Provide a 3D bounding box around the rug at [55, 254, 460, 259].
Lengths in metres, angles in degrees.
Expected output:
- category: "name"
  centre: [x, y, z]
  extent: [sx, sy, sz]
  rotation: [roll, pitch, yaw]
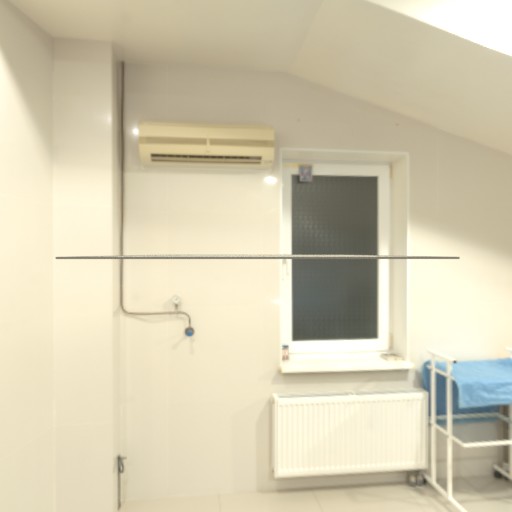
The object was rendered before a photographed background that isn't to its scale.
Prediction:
- category: "rug"
  centre: [0.000, 0.000, 4.260]
  extent: [2.393, 0.013, 3.307]
  rotation: [0, 0, -1]
